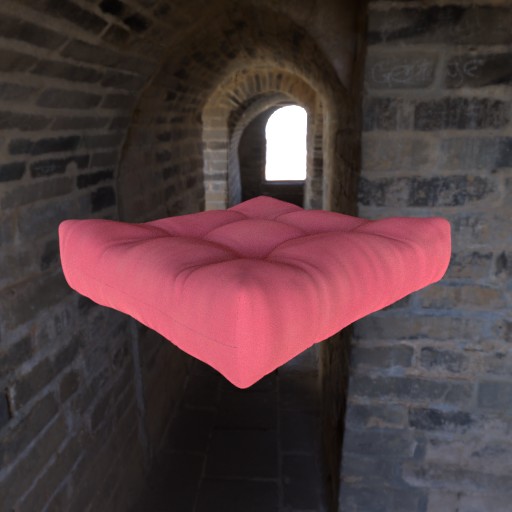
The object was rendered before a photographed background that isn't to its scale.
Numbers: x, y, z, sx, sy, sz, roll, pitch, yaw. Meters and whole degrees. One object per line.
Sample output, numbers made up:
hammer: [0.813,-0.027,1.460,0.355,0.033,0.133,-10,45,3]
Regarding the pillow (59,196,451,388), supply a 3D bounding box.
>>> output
pillow: [0.000,0.000,0.736,0.490,0.128,0.468,-15,21,-43]
